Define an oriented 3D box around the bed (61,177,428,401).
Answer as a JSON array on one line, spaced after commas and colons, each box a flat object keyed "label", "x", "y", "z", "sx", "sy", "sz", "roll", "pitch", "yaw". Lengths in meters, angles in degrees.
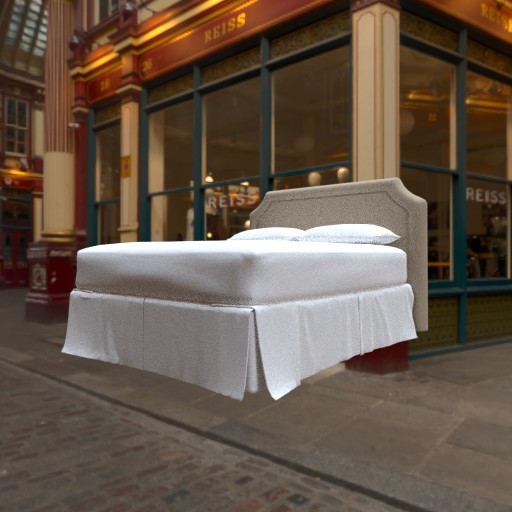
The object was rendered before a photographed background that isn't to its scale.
[{"label": "bed", "x": 0.000, "y": 0.000, "z": 3.315, "sx": 1.828, "sy": 1.301, "sz": 2.204, "roll": 0, "pitch": 0, "yaw": 39}]
